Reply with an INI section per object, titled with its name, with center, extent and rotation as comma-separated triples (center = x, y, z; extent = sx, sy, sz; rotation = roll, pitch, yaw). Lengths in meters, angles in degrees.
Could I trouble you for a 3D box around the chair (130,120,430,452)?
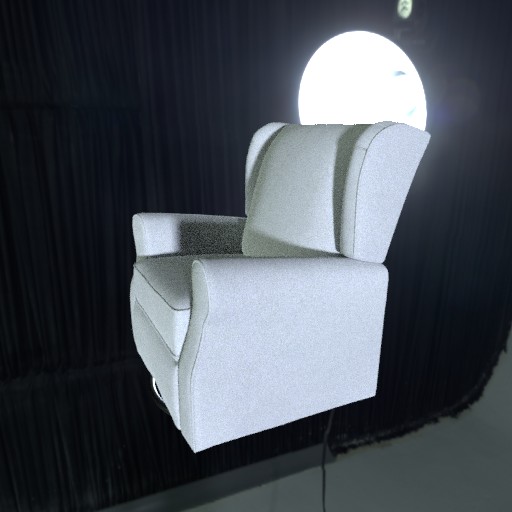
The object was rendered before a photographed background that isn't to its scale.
[chair]
center = 0.000, 0.000, 1.660
extent = 0.854, 0.967, 0.906
rotation = -8, 18, -26
